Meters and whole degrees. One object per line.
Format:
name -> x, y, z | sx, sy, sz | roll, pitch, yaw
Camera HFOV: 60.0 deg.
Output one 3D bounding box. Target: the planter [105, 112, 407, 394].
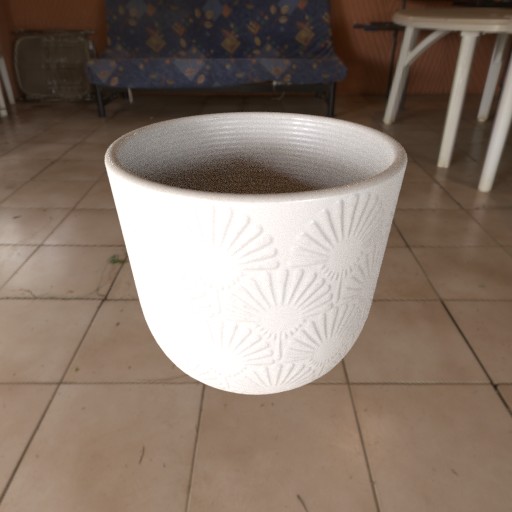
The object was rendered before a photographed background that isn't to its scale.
planter -> 0.000, 0.000, 0.295 | 0.170, 0.152, 0.170 | 0, 30, 0
